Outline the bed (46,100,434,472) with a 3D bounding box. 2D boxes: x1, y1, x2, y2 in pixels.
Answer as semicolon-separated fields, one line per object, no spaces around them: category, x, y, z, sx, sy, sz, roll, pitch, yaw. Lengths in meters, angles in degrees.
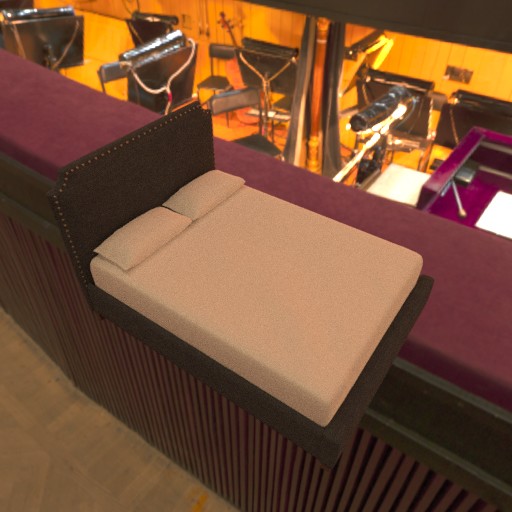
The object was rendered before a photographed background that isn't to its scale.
bed;0.000;0.000;3.418;2.372;1.443;1.713;25;47;26
